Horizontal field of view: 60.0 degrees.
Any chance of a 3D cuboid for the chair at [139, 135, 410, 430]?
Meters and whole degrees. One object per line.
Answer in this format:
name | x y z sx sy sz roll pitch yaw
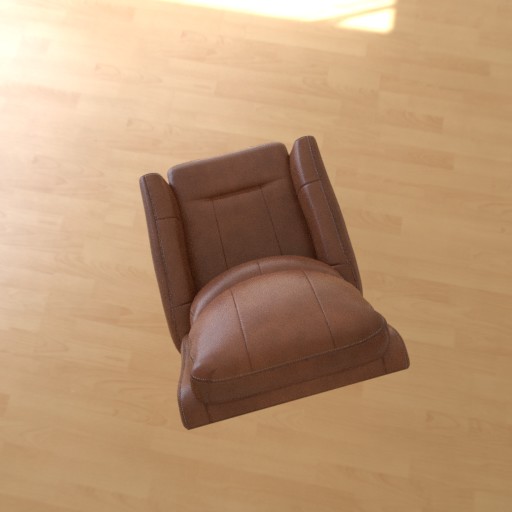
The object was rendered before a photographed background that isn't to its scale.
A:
chair | 0.000 0.000 1.776 0.821 1.016 1.072 -14 76 -4
